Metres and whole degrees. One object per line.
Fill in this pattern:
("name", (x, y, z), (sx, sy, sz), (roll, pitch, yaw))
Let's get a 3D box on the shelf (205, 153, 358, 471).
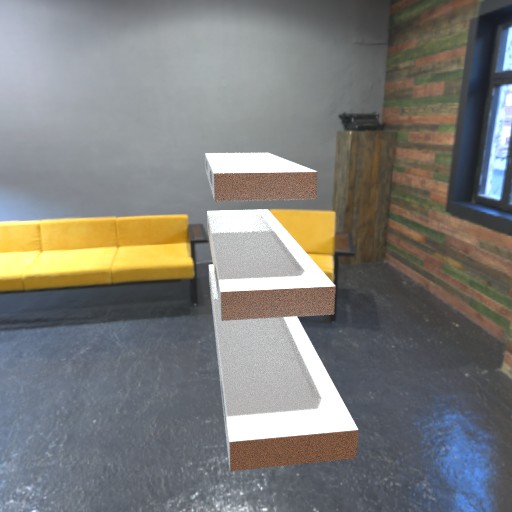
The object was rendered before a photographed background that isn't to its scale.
("shelf", (0.000, 0.000, 0.727), (0.140, 0.293, 0.610), (-2, 17, -7))
